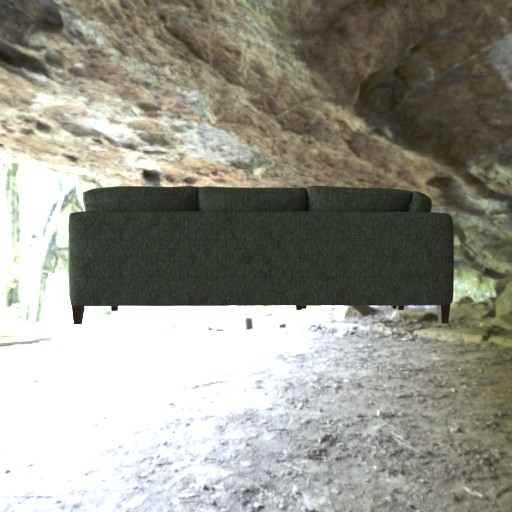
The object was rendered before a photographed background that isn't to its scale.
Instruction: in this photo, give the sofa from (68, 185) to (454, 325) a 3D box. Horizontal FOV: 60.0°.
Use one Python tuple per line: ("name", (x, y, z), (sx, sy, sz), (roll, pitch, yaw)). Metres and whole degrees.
("sofa", (0.000, 0.000, 4.540), (2.593, 0.947, 3.302), (0, -1, -2))
